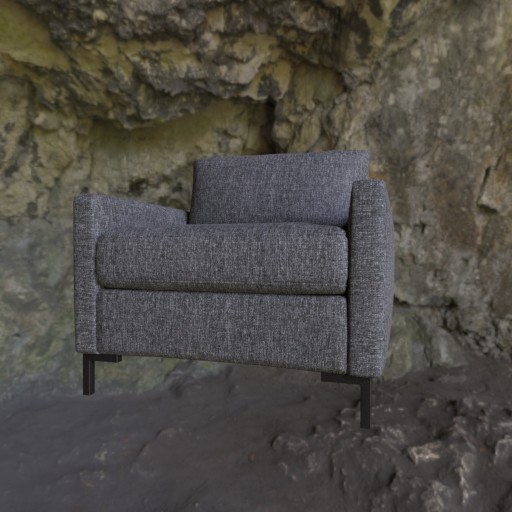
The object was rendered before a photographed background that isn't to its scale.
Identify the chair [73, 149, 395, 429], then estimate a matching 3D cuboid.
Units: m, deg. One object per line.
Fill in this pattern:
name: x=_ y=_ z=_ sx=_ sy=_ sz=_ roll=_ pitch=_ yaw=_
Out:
chair: x=0.000 y=0.000 z=1.623 sx=0.963 sy=0.861 sz=0.866 roll=0 pitch=1 yaw=18
